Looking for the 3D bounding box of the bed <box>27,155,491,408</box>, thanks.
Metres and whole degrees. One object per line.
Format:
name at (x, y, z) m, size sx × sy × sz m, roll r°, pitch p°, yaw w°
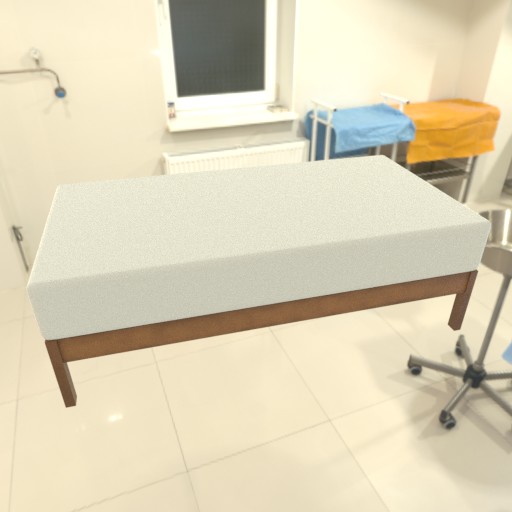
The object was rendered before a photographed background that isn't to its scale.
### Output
bed at (0.000, 0.000, 2.280) m, size 1.902 × 0.616 × 0.961 m, roll -8°, pitch 32°, yaw -13°
